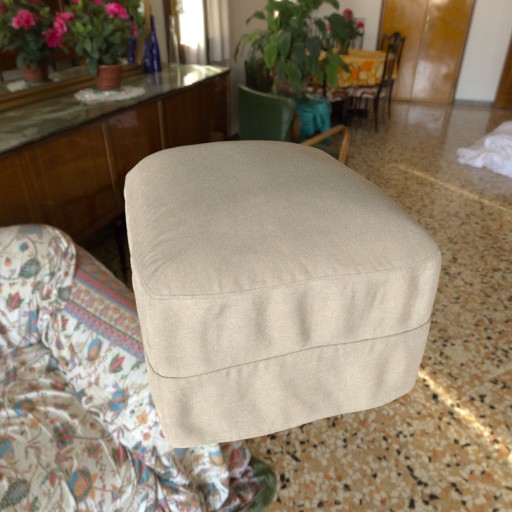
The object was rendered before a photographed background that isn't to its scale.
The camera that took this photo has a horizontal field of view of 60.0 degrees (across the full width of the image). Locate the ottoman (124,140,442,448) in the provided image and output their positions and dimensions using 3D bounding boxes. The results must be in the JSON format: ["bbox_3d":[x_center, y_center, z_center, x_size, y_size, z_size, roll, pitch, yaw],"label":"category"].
[{"bbox_3d":[0.000,0.000,1.083,0.584,0.480,0.712,-8,32,-14],"label":"ottoman"}]
